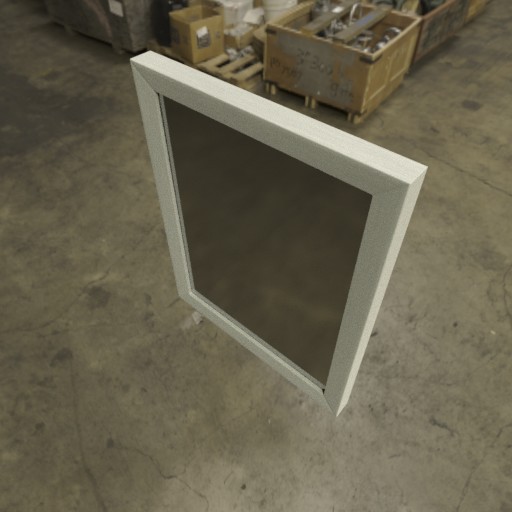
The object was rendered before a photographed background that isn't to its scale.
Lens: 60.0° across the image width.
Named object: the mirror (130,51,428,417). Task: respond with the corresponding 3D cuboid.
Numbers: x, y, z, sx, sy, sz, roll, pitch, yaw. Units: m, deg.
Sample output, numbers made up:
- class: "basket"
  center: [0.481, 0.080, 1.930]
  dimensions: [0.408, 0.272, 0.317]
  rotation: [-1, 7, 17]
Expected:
- class: "mirror"
  center: [0.000, 0.000, 0.688]
  dimensions: [0.405, 0.508, 0.041]
  rotation: [32, 55, 27]
